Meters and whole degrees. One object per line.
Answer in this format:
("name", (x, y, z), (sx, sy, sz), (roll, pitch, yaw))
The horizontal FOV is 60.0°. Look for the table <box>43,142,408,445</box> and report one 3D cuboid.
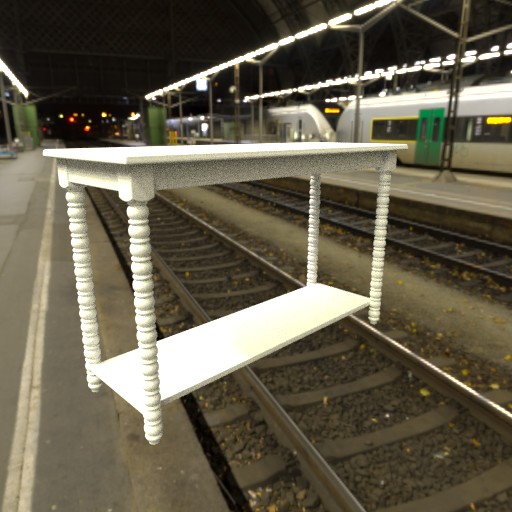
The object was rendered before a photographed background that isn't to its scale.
("table", (0.000, 0.000, 1.541), (1.184, 0.740, 0.459), (-15, 21, -42))
